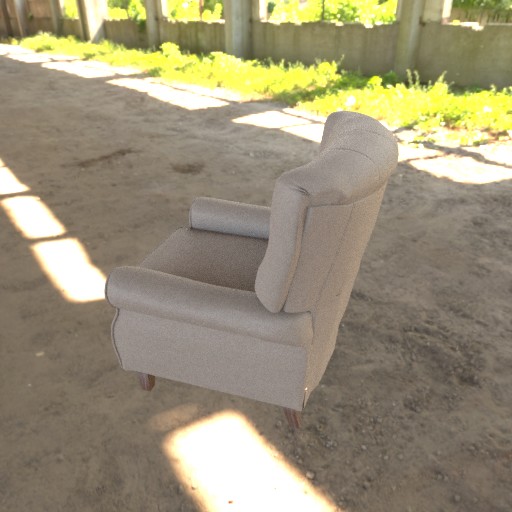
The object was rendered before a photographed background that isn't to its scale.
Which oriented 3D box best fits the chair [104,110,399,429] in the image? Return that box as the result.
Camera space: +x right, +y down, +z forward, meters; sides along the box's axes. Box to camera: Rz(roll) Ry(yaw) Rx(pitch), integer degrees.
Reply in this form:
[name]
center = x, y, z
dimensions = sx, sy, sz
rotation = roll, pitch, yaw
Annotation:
[chair]
center = 0.000, 0.000, 1.912
dimensions = 1.041, 1.138, 0.999
rotation = 9, 30, 15
